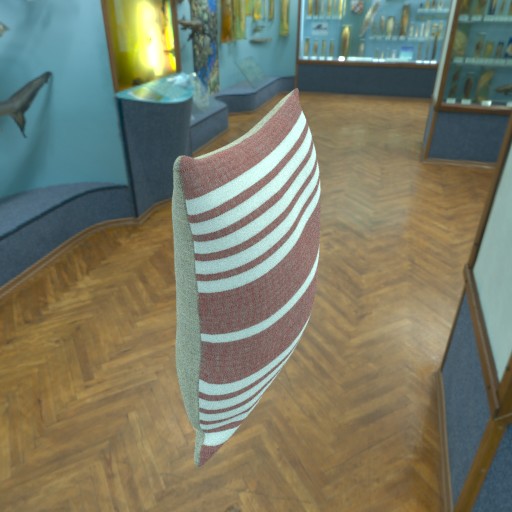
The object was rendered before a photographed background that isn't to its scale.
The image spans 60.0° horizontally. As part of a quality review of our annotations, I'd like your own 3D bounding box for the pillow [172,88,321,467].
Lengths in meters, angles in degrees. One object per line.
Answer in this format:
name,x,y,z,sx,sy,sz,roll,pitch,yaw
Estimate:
pillow,0.000,0.000,0.669,0.182,0.427,0.439,10,31,16
